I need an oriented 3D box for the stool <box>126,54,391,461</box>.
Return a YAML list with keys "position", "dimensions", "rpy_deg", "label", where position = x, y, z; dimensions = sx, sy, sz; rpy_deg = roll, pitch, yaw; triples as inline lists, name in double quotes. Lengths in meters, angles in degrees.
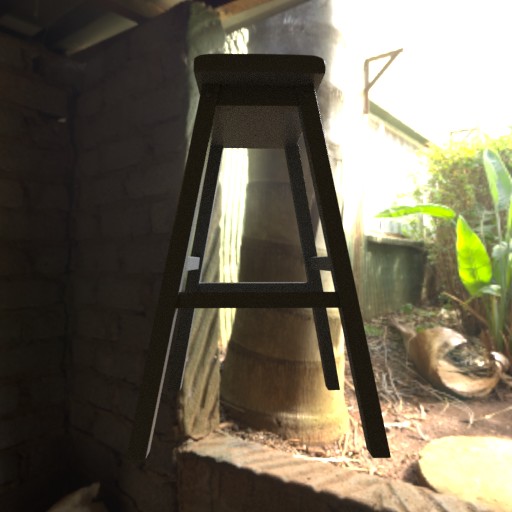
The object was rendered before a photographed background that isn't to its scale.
- position: [0.000, 0.000, 1.028]
  dimensions: [0.476, 0.737, 0.457]
  rpy_deg: [0, -1, -2]
  label: "stool"
